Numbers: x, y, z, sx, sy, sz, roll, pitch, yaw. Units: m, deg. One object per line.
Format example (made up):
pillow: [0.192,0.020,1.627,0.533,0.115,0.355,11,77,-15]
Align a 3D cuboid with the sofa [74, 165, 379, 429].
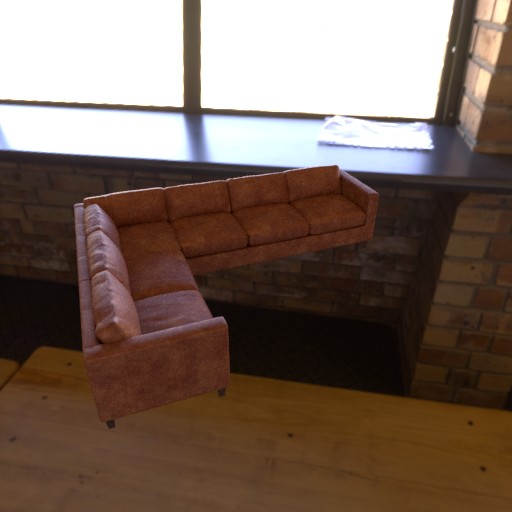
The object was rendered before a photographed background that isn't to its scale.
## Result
sofa: [0.000,0.000,4.270,3.150,0.838,2.438,-11,33,-18]
